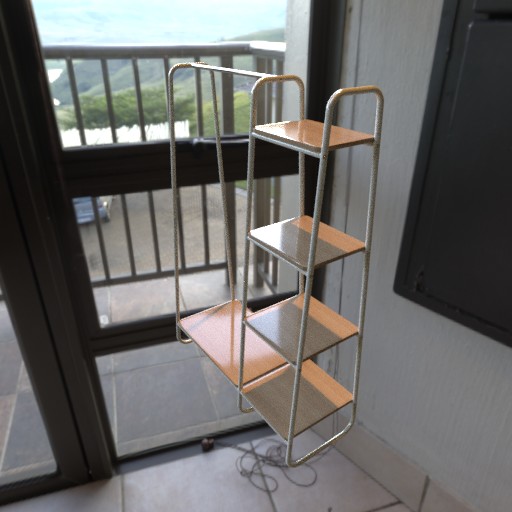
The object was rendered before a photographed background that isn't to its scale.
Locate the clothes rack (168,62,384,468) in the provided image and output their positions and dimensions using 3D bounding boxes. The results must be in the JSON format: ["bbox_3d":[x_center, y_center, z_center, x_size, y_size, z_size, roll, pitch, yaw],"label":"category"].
[{"bbox_3d":[0.000,0.000,1.951,0.400,1.500,1.011,-18,33,-31],"label":"clothes rack"}]
